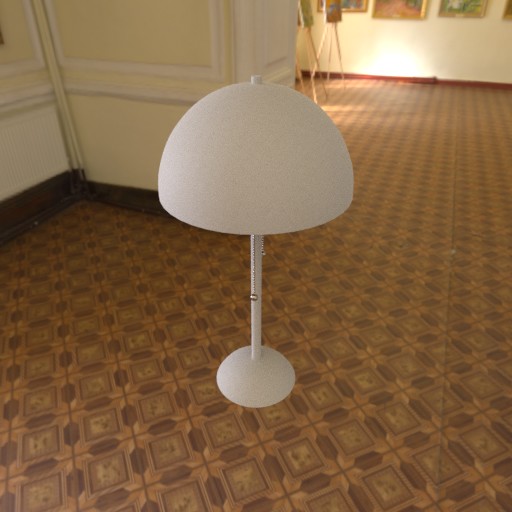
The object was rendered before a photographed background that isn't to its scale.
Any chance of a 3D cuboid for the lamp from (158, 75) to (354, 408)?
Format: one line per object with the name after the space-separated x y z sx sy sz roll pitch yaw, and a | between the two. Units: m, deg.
0.000 0.000 0.433 0.171 0.330 0.171 0 32 0 | lamp
